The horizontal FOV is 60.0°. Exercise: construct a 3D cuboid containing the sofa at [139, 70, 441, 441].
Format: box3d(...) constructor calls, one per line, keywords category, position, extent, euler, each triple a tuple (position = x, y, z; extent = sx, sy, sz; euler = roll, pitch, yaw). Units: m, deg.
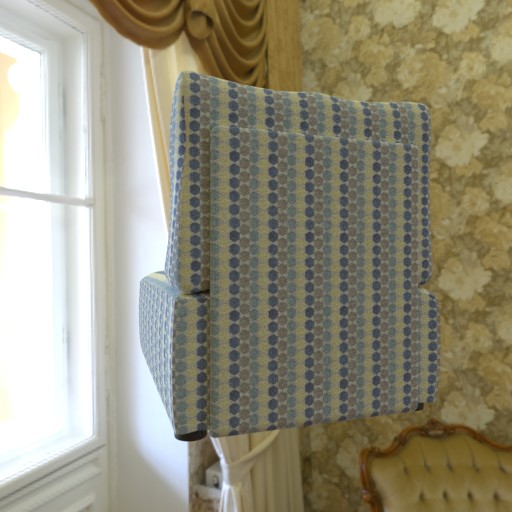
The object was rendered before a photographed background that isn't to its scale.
box3d(category="sofa", position=(0.000, 0.000, 1.499), extent=(0.700, 0.820, 1.000), euler=(0, 0, -19))
